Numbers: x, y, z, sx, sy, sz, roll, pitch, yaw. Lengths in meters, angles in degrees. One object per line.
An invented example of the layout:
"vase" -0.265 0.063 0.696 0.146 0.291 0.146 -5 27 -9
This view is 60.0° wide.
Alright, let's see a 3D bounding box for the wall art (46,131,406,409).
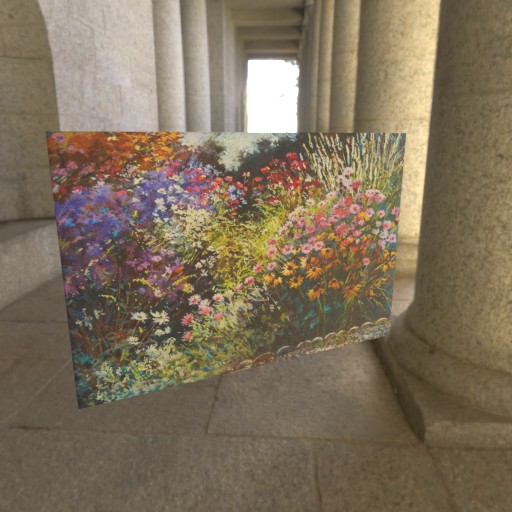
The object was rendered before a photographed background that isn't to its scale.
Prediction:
"wall art" 0.000 0.000 1.415 1.136 0.760 0.042 -7 17 -25
